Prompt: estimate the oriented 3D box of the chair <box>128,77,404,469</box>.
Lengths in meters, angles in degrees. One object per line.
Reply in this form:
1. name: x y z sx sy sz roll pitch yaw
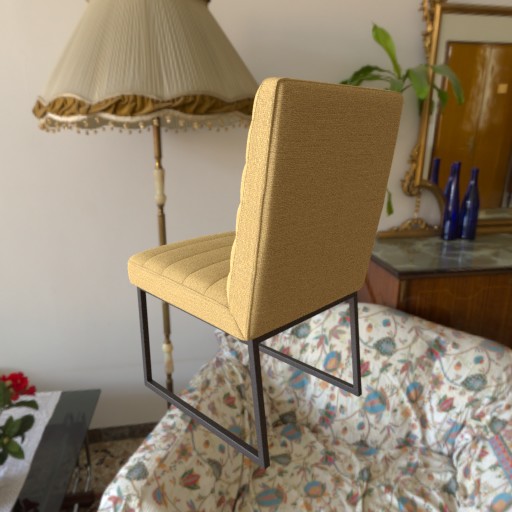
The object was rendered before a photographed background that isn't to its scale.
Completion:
1. chair: 0.000 0.000 1.325 0.634 0.930 0.520 15 22 42
